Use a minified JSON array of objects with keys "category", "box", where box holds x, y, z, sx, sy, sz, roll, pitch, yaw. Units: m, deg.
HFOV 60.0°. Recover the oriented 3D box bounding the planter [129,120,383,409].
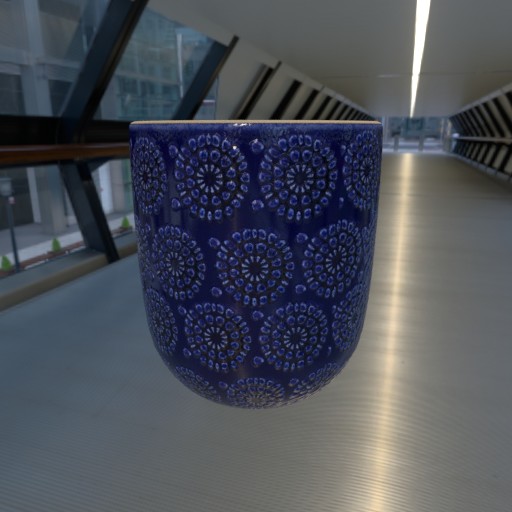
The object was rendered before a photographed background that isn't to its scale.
[{"category":"planter","box":[0.000,0.000,0.356,0.184,0.206,0.184,0,16,0]}]
